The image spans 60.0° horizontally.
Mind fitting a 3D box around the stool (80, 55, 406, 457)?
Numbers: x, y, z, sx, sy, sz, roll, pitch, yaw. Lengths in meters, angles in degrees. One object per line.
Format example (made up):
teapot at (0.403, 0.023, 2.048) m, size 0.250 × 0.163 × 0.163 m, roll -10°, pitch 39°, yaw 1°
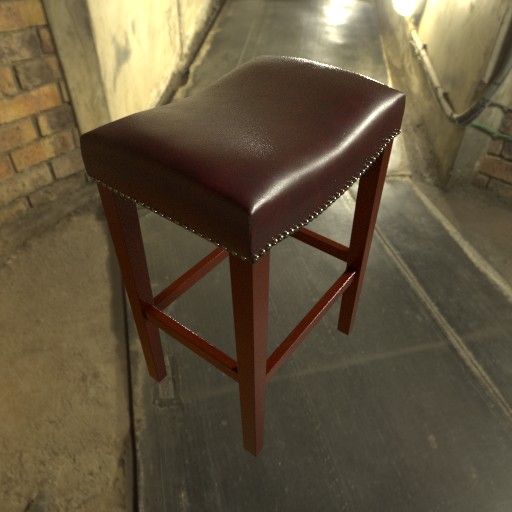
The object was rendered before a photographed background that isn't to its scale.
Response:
stool at (0.000, 0.000, 1.018) m, size 0.372 × 0.742 × 0.504 m, roll 27°, pitch 49°, yaw 27°
